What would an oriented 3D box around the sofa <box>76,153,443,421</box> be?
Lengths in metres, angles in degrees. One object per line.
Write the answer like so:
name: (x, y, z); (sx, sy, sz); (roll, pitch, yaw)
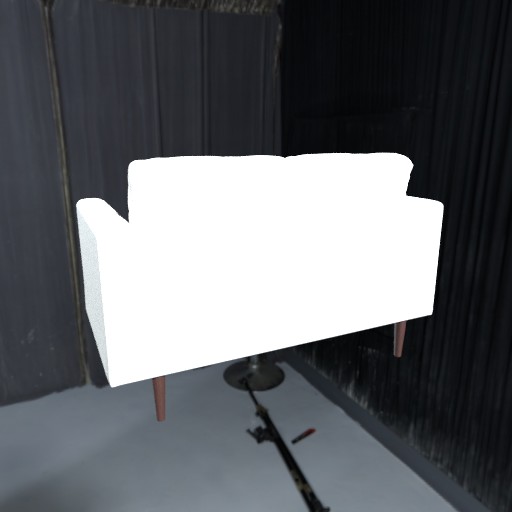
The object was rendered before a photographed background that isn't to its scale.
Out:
sofa: (0.000, 0.000, 2.004); (1.430, 0.908, 0.796); (-7, 16, -25)
